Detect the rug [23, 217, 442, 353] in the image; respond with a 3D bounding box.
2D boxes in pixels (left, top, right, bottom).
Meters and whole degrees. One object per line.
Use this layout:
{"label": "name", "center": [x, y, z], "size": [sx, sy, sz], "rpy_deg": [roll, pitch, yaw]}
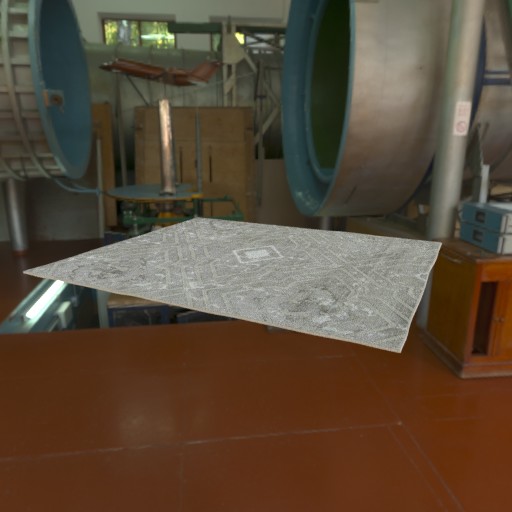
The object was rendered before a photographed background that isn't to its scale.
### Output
{"label": "rug", "center": [0.000, 0.000, 0.872], "size": [0.639, 0.006, 0.548], "rpy_deg": [8, 18, 25]}
